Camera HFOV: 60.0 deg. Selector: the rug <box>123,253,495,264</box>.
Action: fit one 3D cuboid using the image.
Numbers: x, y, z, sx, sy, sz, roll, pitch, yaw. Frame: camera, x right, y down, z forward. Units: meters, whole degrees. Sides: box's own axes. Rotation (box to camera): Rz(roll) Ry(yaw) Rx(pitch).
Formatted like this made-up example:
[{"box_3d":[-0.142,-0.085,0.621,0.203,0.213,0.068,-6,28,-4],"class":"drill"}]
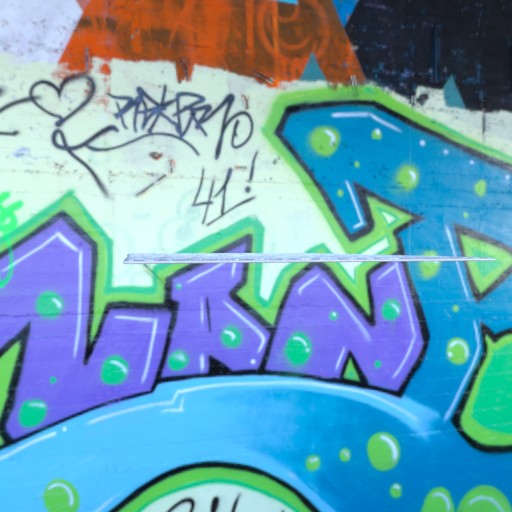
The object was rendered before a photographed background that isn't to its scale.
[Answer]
[{"box_3d":[0.000,0.000,2.809,1.578,0.014,2.206,0,1,-16],"class":"rug"}]
